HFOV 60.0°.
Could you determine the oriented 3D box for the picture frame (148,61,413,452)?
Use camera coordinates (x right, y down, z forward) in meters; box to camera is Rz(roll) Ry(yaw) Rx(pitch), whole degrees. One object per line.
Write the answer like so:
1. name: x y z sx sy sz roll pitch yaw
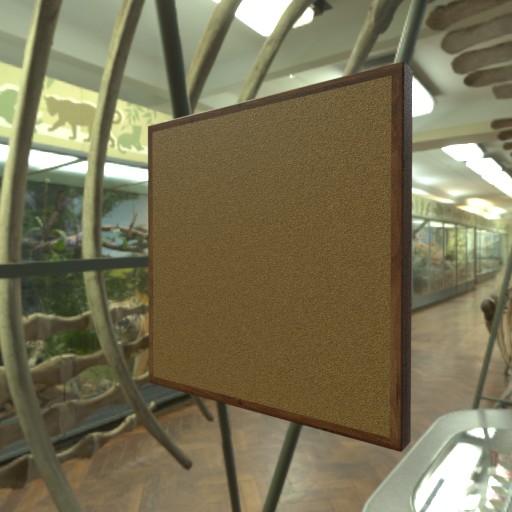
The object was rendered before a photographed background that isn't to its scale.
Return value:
1. picture frame: 0.000 0.000 0.518 0.352 0.356 0.028 1 1 37
